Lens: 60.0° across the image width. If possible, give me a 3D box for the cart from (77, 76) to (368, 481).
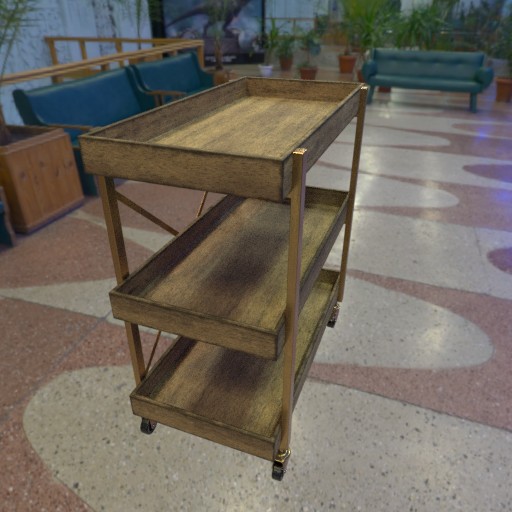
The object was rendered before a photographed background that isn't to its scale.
[{"bbox_3d":[0.000,0.000,1.203,0.416,0.799,0.750,11,32,18],"label":"cart"}]
